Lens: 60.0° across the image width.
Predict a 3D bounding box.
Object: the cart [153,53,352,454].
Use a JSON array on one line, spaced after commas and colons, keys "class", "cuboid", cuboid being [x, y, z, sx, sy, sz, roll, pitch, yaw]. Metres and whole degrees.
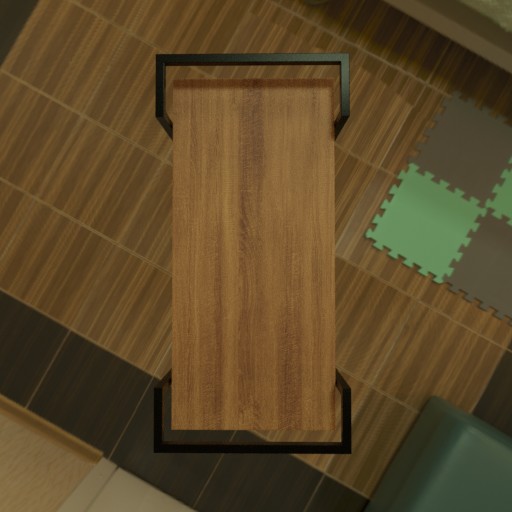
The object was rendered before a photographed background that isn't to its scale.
[{"class": "cart", "cuboid": [0.000, 0.000, 1.273, 0.406, 0.762, 0.806, 0, 89, 1]}]
